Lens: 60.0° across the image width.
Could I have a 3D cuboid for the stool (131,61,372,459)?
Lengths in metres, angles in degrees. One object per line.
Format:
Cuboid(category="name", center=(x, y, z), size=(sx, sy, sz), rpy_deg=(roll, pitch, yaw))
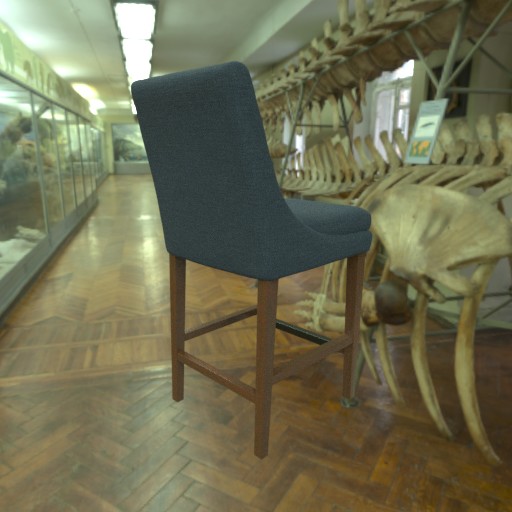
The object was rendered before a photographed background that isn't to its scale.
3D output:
Cuboid(category="stool", center=(0.000, 0.000, 1.330), size=(0.577, 0.981, 0.470), rpy_deg=(-13, 19, -43))
